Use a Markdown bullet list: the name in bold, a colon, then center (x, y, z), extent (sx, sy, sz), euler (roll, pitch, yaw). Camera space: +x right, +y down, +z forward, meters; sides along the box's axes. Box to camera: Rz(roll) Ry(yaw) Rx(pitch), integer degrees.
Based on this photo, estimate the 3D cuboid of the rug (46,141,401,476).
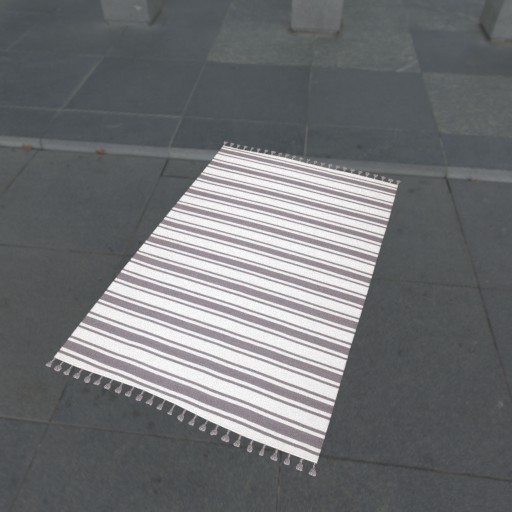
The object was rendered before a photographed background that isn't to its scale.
- **rug**: center (0.000, 0.000, 3.028), extent (1.563, 0.014, 2.425), euler (16, 49, 15)
